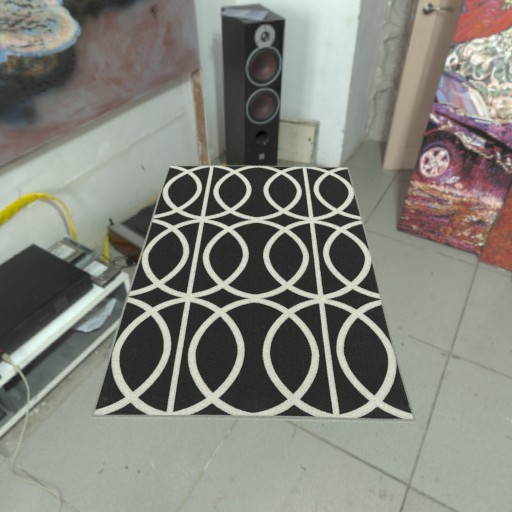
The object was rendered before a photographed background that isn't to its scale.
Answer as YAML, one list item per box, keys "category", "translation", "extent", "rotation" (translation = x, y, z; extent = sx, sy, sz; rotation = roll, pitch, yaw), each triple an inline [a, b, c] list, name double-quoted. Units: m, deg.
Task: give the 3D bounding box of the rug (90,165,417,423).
- category: "rug"
  translation: [0.000, 0.000, 2.903]
  extent: [1.526, 0.014, 2.290]
  rotation: [1, 42, 1]
